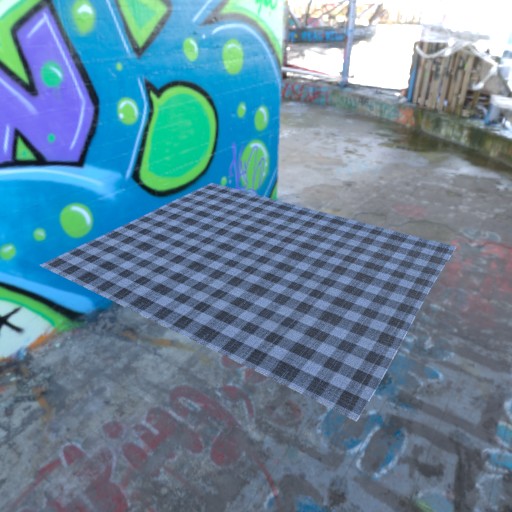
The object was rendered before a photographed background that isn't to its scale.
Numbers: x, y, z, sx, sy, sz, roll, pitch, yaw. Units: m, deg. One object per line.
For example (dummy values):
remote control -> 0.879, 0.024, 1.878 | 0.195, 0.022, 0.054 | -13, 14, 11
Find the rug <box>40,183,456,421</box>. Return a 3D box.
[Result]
rug -> 0.000, 0.000, 4.102 | 3.021, 0.013, 2.432 | 19, 35, 29
